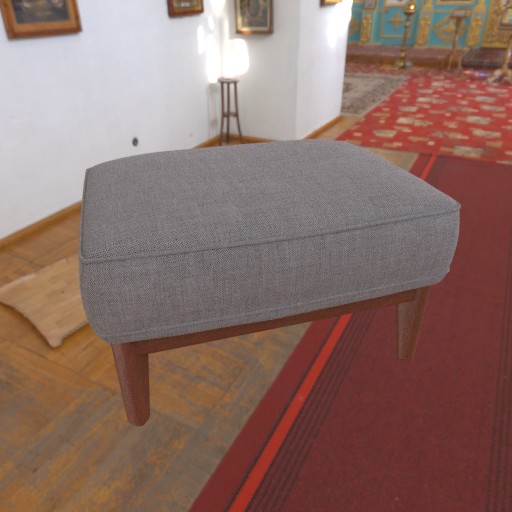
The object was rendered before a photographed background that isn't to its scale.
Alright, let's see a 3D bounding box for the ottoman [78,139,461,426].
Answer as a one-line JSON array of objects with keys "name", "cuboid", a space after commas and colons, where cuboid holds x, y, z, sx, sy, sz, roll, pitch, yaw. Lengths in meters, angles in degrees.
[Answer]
[{"name": "ottoman", "cuboid": [0.000, 0.000, 1.076, 0.750, 0.458, 0.555, -9, 31, -15]}]
